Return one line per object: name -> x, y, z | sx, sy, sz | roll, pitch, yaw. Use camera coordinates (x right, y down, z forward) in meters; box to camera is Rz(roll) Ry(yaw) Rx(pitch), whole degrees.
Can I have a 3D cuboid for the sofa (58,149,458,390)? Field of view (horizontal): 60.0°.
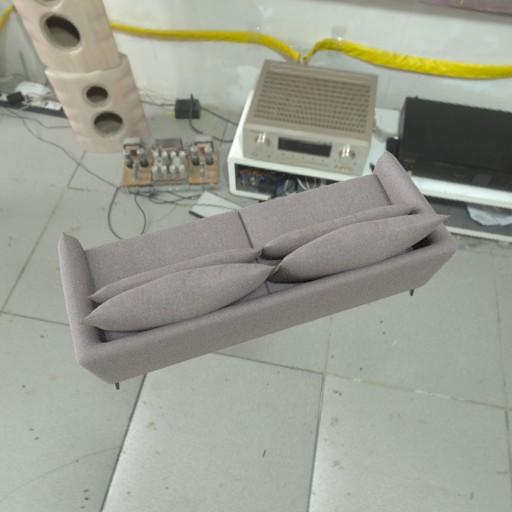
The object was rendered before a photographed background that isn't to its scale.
sofa -> 0.000, 0.000, 2.422 | 2.022, 0.833, 0.809 | -16, 61, -9
